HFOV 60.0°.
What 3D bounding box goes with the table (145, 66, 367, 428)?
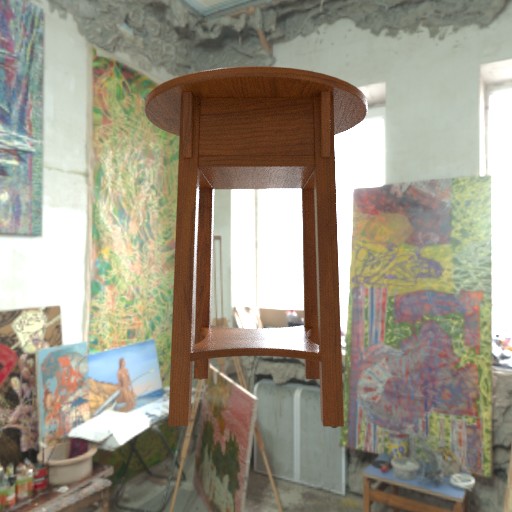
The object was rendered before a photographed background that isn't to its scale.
[{"bbox_3d":[0.000,0.000,0.938,0.457,0.610,0.457,0,0,0],"label":"table"}]
